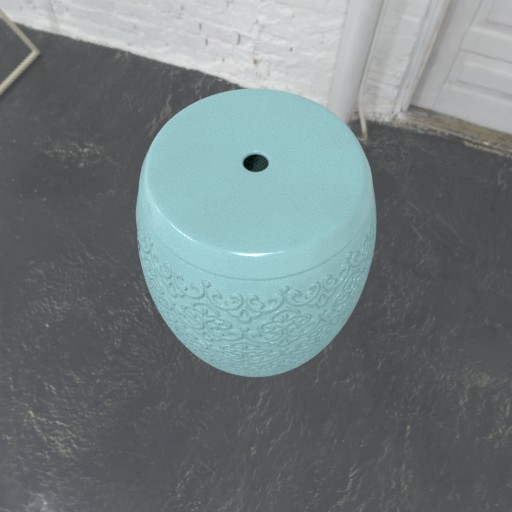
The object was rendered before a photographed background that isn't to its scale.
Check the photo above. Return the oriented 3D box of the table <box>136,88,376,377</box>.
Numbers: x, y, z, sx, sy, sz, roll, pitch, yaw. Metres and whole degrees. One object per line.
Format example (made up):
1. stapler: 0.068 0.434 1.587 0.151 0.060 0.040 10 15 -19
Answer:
1. table: 0.000 0.000 0.633 0.309 0.397 0.309 0 60 0
